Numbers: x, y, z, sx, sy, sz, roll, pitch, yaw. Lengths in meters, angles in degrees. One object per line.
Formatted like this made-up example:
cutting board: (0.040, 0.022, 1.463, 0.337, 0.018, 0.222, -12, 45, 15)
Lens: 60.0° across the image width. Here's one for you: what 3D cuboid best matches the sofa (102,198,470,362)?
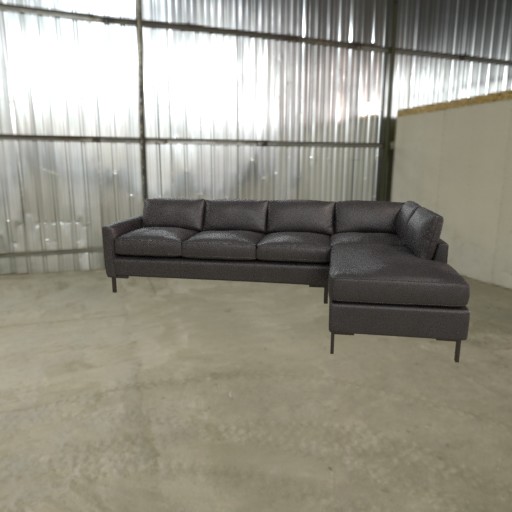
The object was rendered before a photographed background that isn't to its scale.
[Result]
sofa: (0.000, 0.000, 3.845, 2.984, 0.877, 1.938, 2, 12, 9)
